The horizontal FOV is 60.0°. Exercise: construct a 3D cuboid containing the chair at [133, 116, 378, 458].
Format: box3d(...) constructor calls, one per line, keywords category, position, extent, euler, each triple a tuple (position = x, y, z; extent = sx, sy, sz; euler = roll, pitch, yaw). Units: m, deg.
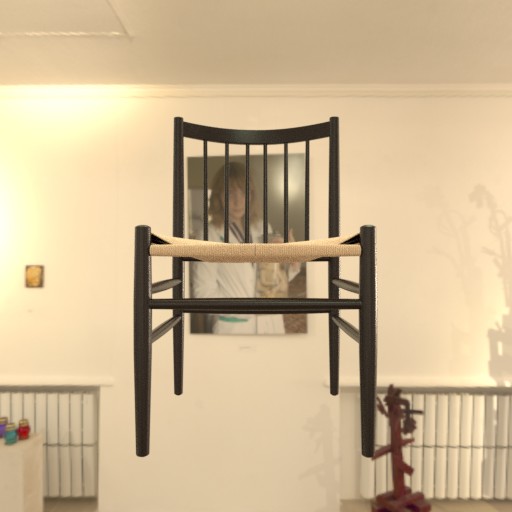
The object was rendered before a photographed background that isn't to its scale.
box3d(category="chair", position=(0.000, 0.000, 1.141), extent=(0.495, 0.818, 0.516), euler=(0, 0, 0))
